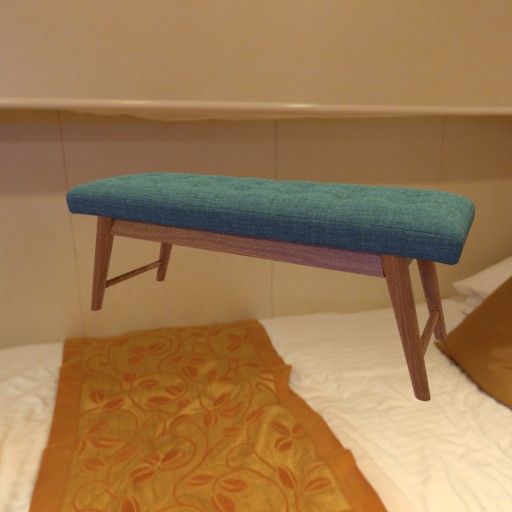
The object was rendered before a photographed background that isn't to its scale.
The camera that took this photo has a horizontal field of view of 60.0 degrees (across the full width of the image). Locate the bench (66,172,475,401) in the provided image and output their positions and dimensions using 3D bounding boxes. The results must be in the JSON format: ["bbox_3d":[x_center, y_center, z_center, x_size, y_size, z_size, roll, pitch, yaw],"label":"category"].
[{"bbox_3d":[0.000,0.000,1.317,1.118,0.432,0.406,9,19,27],"label":"bench"}]
